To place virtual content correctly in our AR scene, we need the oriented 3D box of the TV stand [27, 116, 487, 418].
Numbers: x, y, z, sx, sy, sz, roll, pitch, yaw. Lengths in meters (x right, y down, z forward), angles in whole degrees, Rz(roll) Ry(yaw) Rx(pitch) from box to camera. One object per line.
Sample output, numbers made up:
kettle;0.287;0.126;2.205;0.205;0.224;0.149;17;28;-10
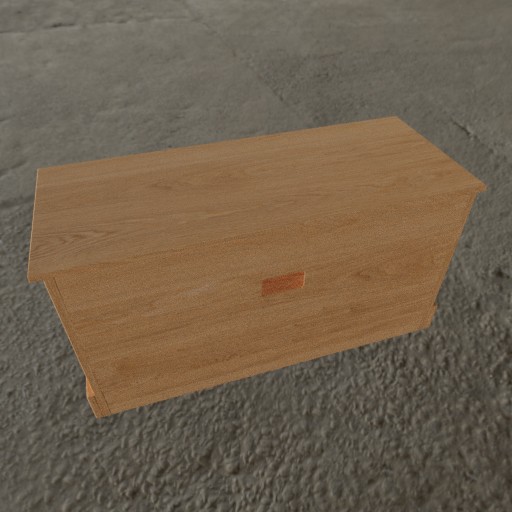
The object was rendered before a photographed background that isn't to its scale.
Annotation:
TV stand;0.000;0.000;1.327;1.080;0.550;0.440;-12;43;-13
